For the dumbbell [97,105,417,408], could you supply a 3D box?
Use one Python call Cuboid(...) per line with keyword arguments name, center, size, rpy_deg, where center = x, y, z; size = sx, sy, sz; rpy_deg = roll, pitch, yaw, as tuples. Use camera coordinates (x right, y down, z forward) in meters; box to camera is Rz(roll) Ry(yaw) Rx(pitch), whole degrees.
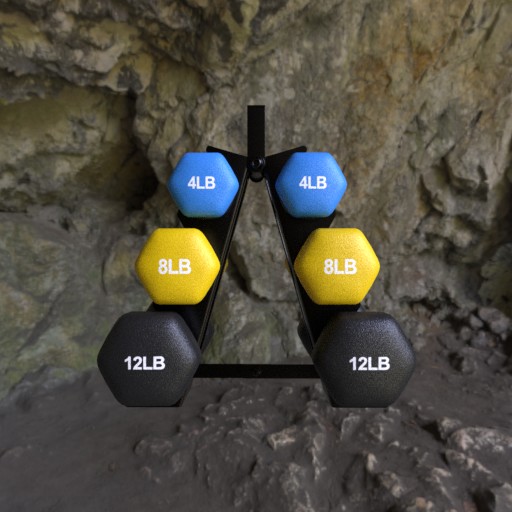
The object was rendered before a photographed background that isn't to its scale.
Cuboid(name="dumbbell", center=(0.000, 0.000, 0.668), size=(0.409, 0.426, 0.255), rpy_deg=(0, 1, 0))
